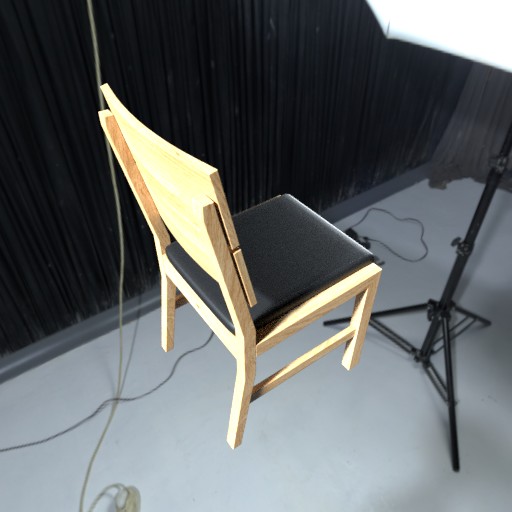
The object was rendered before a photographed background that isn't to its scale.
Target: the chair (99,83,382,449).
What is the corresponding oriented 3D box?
[{"bbox_3d":[0.000,0.000,1.279,0.569,0.950,0.475,-25,47,-26],"label":"chair"}]
